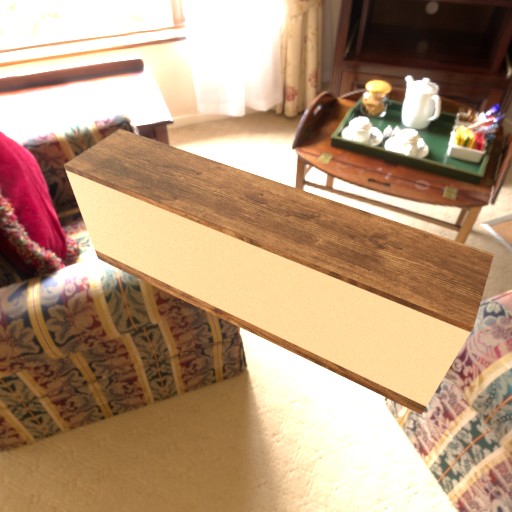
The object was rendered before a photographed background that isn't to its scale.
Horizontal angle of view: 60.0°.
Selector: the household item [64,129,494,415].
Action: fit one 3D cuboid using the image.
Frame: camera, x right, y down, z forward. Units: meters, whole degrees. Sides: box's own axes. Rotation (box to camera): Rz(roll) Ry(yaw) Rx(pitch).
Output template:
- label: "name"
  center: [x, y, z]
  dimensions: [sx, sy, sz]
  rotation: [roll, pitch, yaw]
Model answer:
- label: "household item"
  center: [0.000, 0.000, 2.043]
  dimensions: [1.800, 0.615, 0.390]
  rotation: [22, 49, 20]
